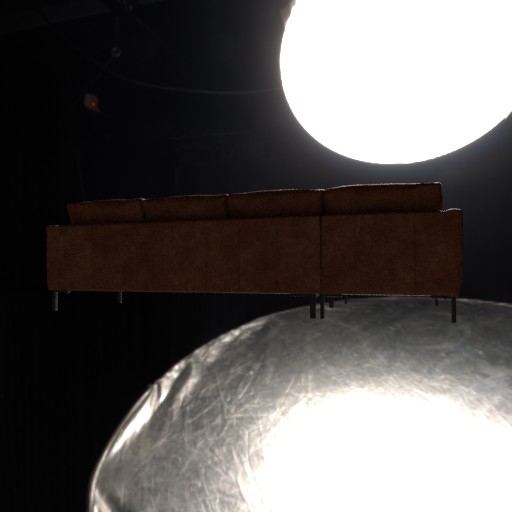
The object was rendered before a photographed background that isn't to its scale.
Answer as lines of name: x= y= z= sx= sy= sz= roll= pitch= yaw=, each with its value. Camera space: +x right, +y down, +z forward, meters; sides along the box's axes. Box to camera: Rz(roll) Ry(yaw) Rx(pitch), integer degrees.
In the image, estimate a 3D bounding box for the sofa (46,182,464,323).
sofa: x=0.000 y=0.000 z=3.692 sx=2.993 sy=0.859 sz=1.471 roll=-1 pitch=-2 yaw=18
